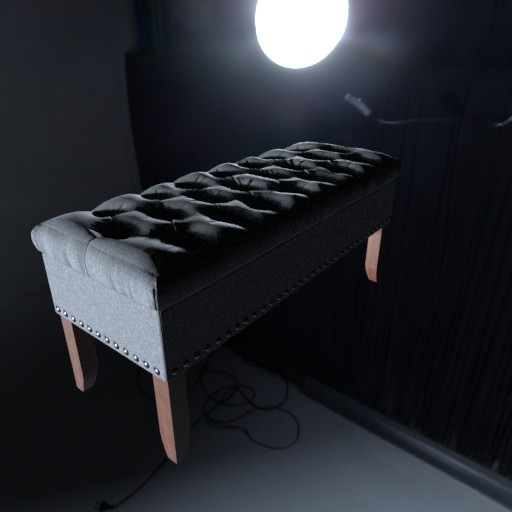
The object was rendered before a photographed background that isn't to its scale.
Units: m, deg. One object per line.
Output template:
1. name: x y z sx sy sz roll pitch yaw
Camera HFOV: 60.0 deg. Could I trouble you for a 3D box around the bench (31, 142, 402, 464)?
1. bench: 0.000 0.000 1.289 0.417 0.470 1.052 19 32 34
